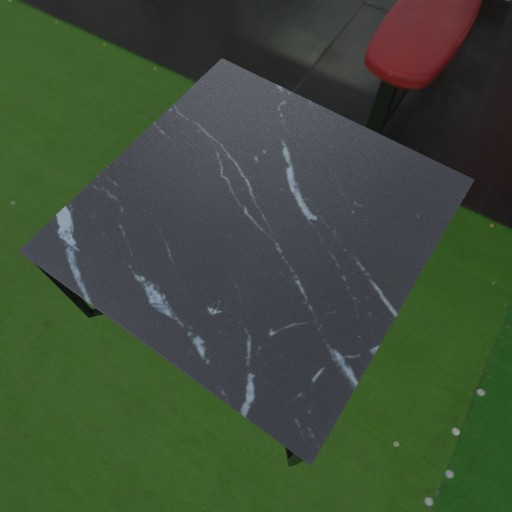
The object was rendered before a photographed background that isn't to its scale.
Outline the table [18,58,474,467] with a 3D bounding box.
[{"bbox_3d":[0.000,0.000,1.281,0.800,0.450,0.800,31,67,15],"label":"table"}]
